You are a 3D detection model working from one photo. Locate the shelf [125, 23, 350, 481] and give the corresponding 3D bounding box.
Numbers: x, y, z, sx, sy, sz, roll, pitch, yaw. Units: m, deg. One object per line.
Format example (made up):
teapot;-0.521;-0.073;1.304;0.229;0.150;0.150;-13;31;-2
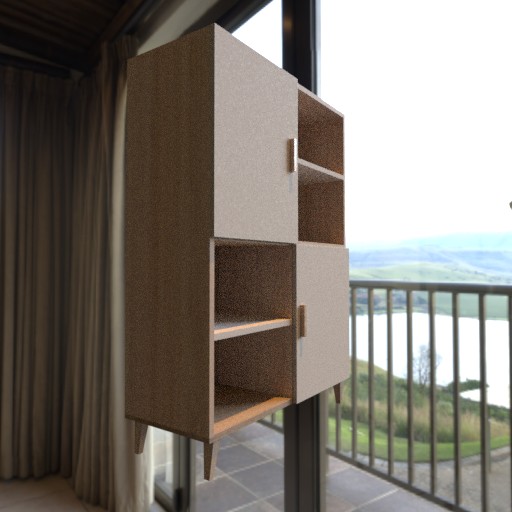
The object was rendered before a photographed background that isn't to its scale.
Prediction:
shelf;0.000;0.000;1.861;0.434;1.405;0.995;-1;-2;36
